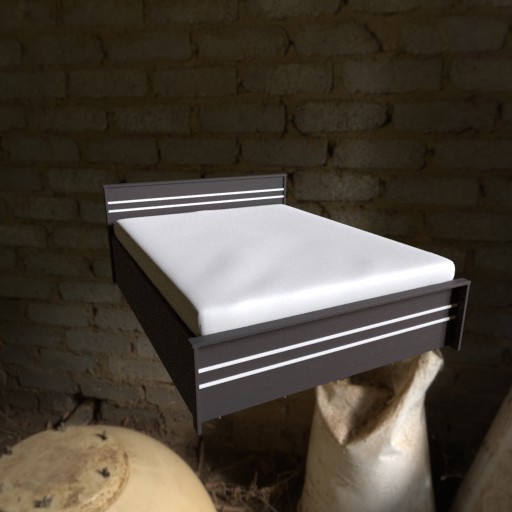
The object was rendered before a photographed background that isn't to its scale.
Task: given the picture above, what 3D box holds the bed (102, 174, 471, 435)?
[{"bbox_3d":[0.000,0.000,3.034,1.634,0.808,2.103,-9,19,-25],"label":"bed"}]
